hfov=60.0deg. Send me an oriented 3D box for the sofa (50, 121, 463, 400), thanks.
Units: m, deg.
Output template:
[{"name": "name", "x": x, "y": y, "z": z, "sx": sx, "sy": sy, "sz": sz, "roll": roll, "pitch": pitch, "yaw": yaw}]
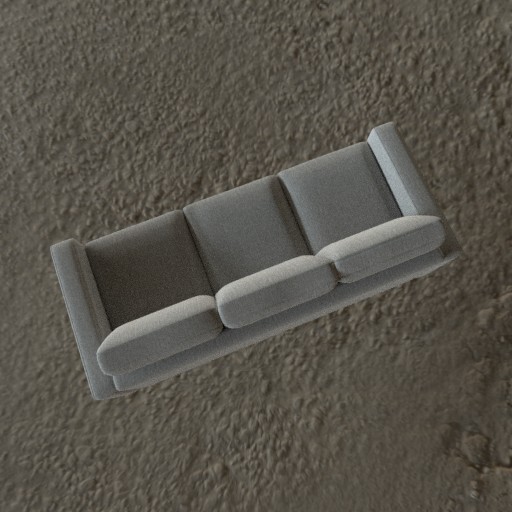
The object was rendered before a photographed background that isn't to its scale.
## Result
[{"name": "sofa", "x": 0.000, "y": 0.000, "z": 2.587, "sx": 2.120, "sy": 0.800, "sz": 0.900, "roll": -21, "pitch": 77, "yaw": -5}]
